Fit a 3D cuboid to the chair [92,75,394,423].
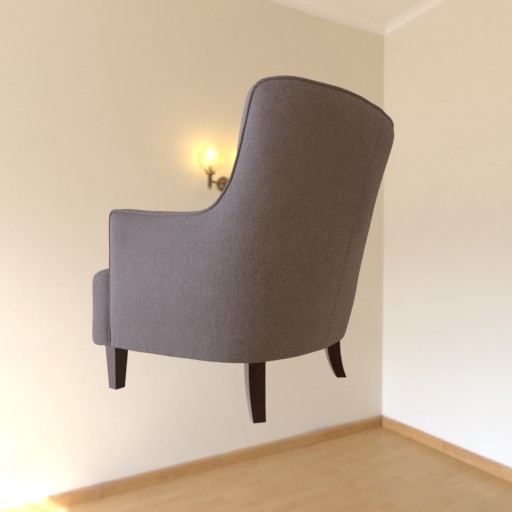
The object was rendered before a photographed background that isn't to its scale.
[{"bbox_3d":[0.000,0.000,1.580,0.910,0.919,0.781,0,0,35],"label":"chair"}]
